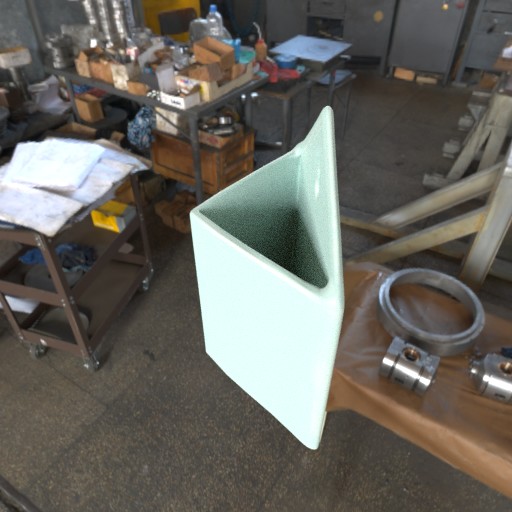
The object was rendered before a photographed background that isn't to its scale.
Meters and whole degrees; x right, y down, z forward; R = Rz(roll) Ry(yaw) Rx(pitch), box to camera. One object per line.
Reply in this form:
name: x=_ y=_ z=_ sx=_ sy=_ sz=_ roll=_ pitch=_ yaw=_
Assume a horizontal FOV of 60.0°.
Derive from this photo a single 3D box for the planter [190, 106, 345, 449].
planter: x=0.000 y=0.000 z=0.288 sx=0.079 sy=0.197 sz=0.164 roll=-1 pitch=41 yaw=-1
